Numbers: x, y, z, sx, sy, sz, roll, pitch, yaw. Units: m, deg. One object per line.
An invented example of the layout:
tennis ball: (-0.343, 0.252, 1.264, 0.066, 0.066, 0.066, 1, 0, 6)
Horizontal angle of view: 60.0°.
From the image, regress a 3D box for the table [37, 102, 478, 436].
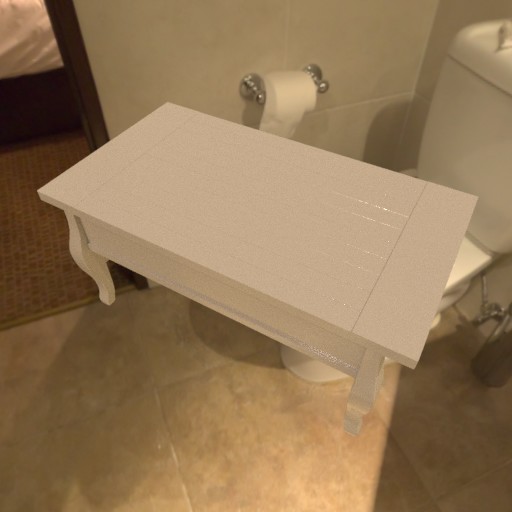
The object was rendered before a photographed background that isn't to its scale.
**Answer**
table: (0.000, 0.000, 1.395, 1.062, 0.495, 0.600, 23, 51, 20)
